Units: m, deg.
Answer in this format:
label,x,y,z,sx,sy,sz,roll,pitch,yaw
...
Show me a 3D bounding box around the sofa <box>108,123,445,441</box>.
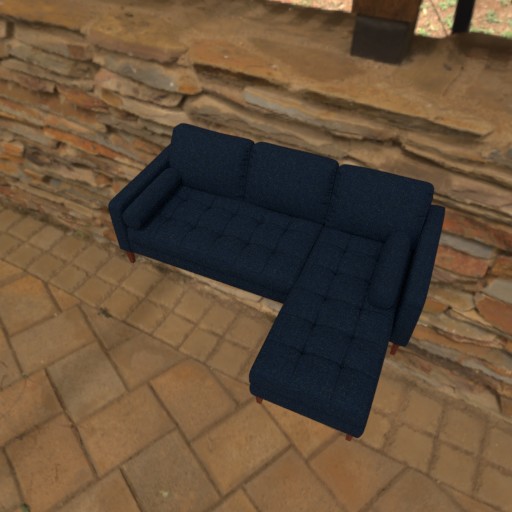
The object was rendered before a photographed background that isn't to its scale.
label,x,y,z,sx,sy,sz,roll,pitch,yaw
sofa,0.000,0.000,2.960,2.185,0.841,1.613,18,49,16
